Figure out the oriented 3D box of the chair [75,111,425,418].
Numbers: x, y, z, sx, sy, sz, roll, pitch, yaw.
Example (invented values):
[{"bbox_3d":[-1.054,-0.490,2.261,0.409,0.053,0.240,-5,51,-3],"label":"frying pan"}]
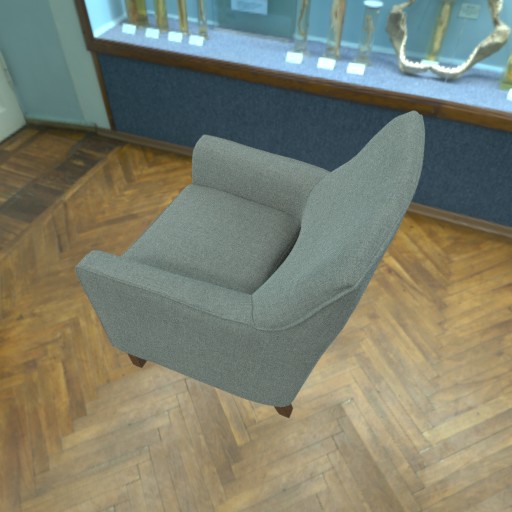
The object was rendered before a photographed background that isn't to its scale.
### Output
[{"bbox_3d":[0.000,0.000,1.749,0.993,1.047,0.887,18,49,16],"label":"chair"}]
